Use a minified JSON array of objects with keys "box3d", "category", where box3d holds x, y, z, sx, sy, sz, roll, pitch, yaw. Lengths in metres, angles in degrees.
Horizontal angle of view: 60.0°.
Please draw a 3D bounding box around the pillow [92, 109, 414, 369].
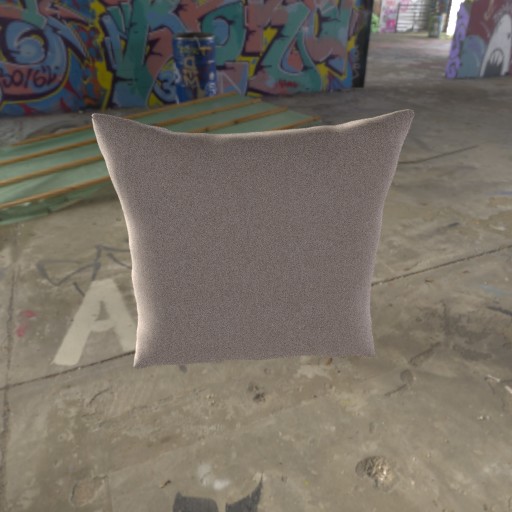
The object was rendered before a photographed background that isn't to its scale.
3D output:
[{"box3d":[0.000,0.000,0.694,0.433,0.436,0.173,-2,30,-3],"category":"pillow"}]
